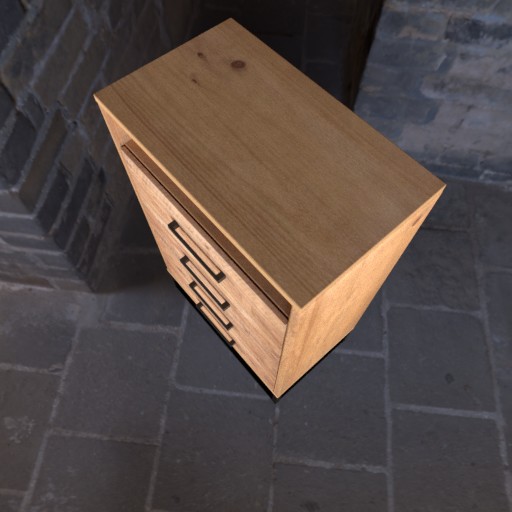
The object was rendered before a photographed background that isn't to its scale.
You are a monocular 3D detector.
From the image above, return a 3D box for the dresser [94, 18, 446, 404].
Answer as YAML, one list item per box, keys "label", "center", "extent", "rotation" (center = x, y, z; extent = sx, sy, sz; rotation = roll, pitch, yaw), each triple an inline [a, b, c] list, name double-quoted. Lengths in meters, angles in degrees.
- label: "dresser"
  center: [0.000, 0.000, 1.602]
  extent: [0.479, 1.240, 0.761]
  rotation: [-38, 69, -17]
